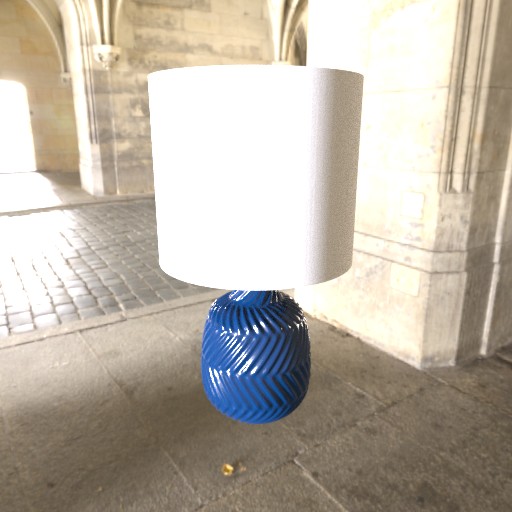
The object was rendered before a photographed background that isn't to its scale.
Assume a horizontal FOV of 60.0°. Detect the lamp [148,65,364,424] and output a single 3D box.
[{"bbox_3d":[0.000,0.000,0.478,0.203,0.368,0.203,3,16,9],"label":"lamp"}]
